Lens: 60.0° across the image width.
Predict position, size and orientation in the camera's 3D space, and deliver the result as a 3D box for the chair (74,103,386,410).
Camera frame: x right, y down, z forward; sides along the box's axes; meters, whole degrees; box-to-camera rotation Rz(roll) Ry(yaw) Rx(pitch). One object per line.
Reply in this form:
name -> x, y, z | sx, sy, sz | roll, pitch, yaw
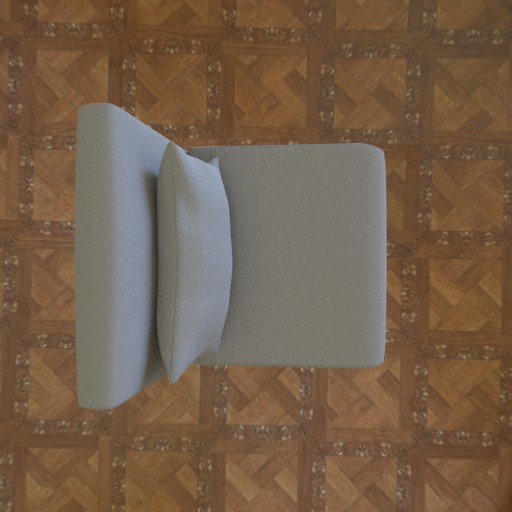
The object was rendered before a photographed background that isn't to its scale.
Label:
chair -> 0.000, 0.000, 1.478 | 0.902, 0.808, 0.770 | 0, 90, 1
